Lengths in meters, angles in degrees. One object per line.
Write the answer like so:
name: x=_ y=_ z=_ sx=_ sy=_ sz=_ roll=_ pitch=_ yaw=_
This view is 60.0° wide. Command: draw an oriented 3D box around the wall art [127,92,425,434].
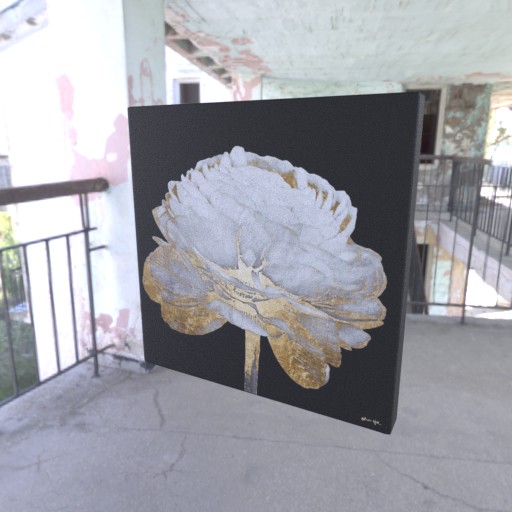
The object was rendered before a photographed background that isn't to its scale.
wall art: x=0.000 y=0.000 z=0.616 sx=0.406 sy=0.407 sz=0.041 roll=8 pitch=16 yaw=28
